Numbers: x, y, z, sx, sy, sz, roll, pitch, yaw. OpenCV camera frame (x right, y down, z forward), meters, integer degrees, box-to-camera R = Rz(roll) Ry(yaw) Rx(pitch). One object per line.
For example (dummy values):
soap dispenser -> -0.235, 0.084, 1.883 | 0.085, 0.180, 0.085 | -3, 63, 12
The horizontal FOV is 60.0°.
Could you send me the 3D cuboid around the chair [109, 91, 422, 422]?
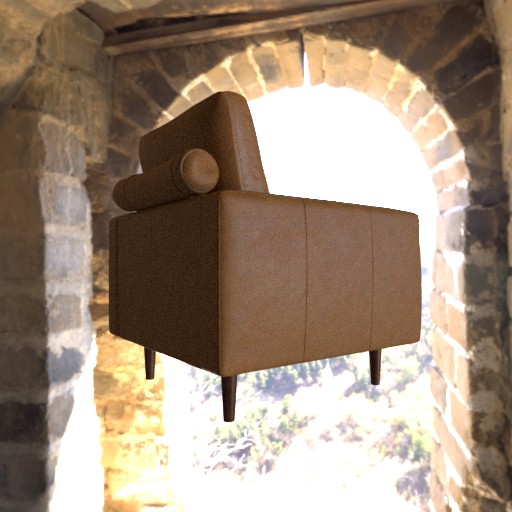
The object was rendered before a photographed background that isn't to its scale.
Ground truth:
chair -> 0.000, 0.000, 1.577 | 0.868, 0.896, 0.831 | 1, -1, -36
